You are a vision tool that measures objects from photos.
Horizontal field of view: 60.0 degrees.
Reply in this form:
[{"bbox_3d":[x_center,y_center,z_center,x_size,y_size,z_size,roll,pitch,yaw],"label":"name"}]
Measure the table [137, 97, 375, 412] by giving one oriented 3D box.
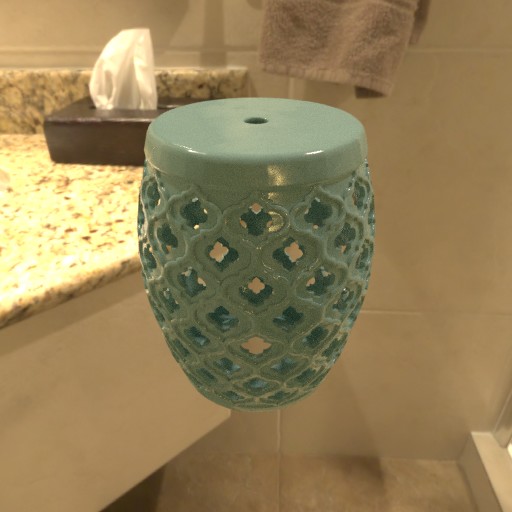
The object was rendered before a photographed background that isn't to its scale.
[{"bbox_3d":[0.000,0.000,0.640,0.325,0.388,0.325,0,32,0],"label":"table"}]
